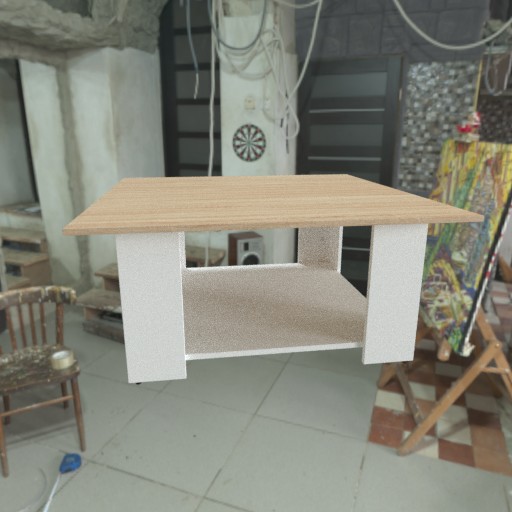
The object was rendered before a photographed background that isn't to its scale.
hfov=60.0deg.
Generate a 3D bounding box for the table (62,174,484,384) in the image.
[{"bbox_3d":[0.000,0.000,1.052,0.670,0.305,0.670,-2,17,-8],"label":"table"}]
